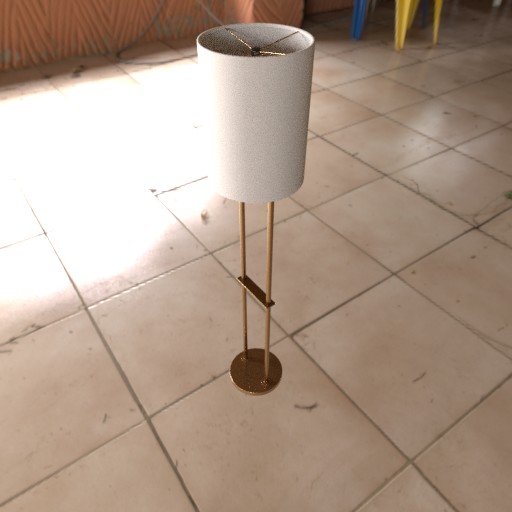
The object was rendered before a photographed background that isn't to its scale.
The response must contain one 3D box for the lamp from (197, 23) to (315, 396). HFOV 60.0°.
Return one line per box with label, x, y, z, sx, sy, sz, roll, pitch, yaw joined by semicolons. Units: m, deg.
lamp;0.000;0.000;1.642;0.305;1.500;0.306;-26;48;-26
